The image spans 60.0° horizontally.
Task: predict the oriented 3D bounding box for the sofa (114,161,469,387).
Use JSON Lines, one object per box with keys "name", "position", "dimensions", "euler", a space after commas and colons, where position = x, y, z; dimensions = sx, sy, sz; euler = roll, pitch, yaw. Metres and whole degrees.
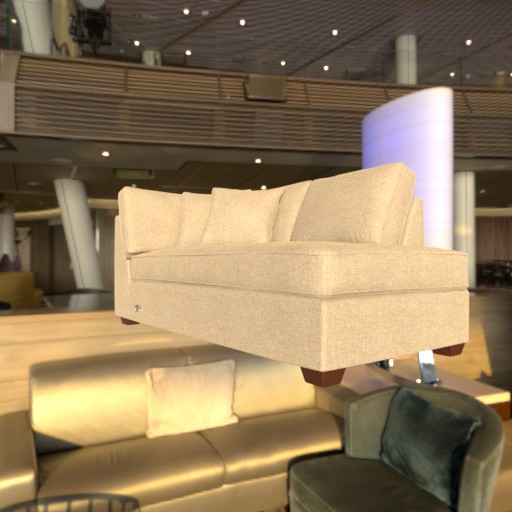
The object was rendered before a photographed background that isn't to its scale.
{"name": "sofa", "position": [0.000, 0.000, 2.809], "dimensions": [1.110, 1.019, 2.238], "euler": [1, -1, -37]}
